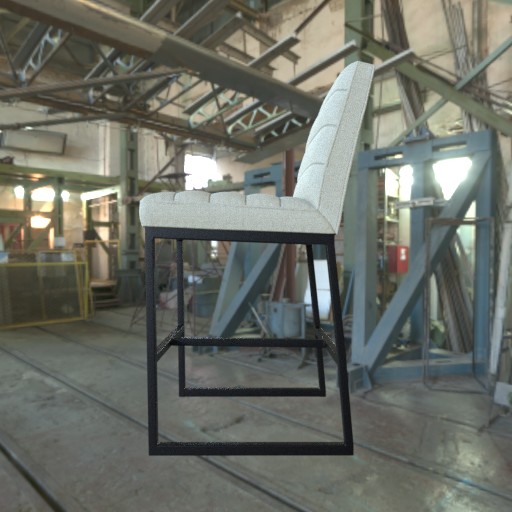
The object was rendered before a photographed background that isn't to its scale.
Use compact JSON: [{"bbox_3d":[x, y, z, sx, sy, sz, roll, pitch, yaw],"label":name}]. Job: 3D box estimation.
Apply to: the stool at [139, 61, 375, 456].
[{"bbox_3d":[0.000,0.000,1.261,0.560,0.940,0.460,0,1,0],"label":"stool"}]
